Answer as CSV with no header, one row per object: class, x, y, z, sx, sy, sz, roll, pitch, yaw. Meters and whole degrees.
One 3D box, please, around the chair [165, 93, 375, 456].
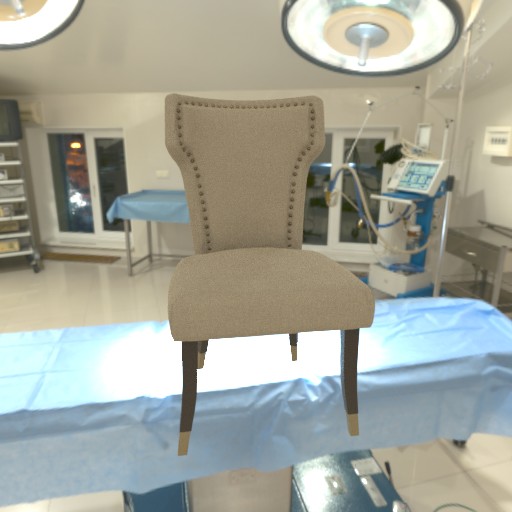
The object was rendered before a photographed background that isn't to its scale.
chair,0.000,0.000,1.355,0.526,0.955,0.630,-3,16,-9
